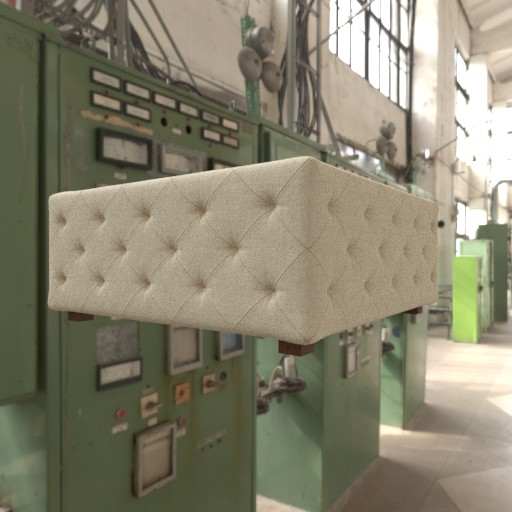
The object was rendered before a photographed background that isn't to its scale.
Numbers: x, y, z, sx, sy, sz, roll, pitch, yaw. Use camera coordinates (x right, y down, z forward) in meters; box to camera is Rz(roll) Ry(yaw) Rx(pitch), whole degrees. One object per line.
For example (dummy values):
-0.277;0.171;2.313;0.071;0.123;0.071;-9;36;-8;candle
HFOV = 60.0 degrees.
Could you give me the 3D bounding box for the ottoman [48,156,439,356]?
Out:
0.000;0.000;1.612;1.028;0.439;1.028;0;0;36;ottoman
